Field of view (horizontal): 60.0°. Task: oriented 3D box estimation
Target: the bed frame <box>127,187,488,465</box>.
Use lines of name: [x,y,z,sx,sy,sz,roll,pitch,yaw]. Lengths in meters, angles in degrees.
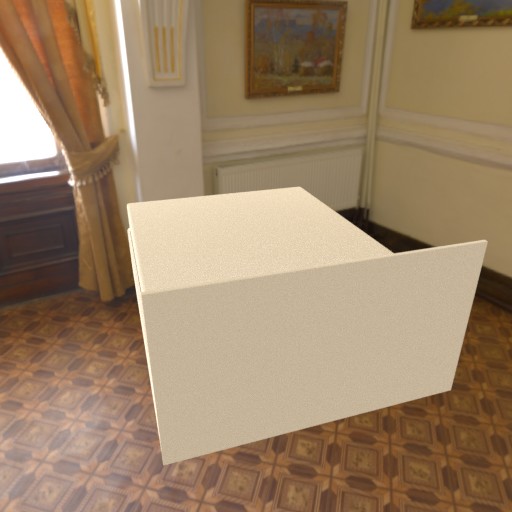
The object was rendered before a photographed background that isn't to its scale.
bed frame: [0.000,0.000,2.625,1.400,0.800,1.900,-8,27,-16]
